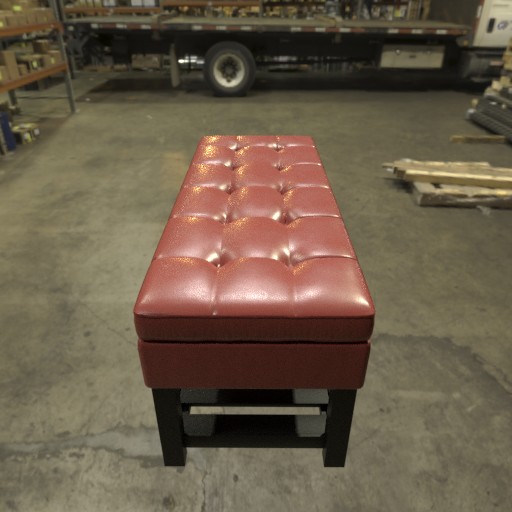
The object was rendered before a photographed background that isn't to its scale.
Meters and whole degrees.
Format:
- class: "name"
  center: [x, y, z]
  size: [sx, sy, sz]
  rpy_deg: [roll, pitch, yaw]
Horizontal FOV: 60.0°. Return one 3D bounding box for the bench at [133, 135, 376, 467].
- class: "bench"
  center: [0.000, 0.000, 1.336]
  size: [0.432, 0.460, 1.105]
  rpy_deg: [0, 31, 0]
